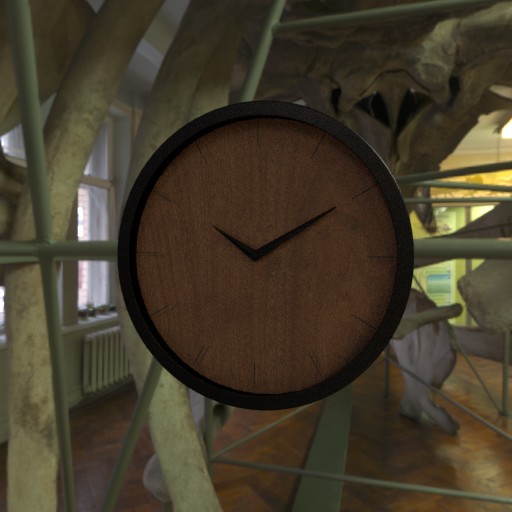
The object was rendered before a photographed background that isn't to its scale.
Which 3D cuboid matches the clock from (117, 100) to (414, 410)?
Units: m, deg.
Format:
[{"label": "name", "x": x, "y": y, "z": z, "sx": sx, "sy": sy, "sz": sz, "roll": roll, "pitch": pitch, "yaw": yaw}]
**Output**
[{"label": "clock", "x": 0.000, "y": 0.000, "z": 0.467, "sx": 0.314, "sy": 0.314, "sz": 0.040, "roll": 0, "pitch": 1, "yaw": 17}]
